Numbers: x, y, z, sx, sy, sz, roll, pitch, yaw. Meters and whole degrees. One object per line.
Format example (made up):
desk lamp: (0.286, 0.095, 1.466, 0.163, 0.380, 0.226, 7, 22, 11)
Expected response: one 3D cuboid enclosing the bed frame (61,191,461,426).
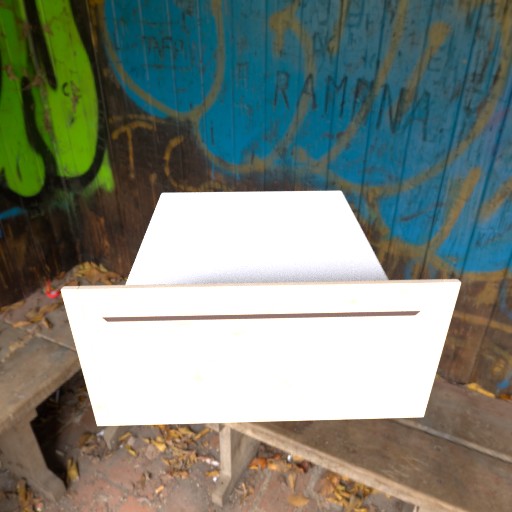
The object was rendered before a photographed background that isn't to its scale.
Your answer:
bed frame: (0.000, 0.000, 3.113, 1.800, 0.900, 2.080, -1, 30, -2)
